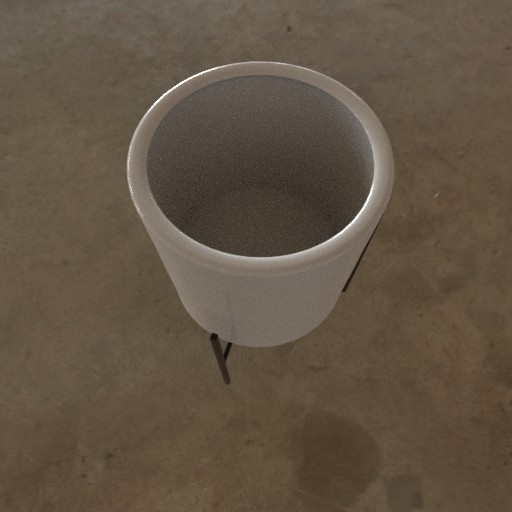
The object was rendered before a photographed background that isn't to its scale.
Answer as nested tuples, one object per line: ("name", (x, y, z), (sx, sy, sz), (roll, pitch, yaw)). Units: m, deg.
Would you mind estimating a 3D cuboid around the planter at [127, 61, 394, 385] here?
("planter", (0.000, 0.000, 0.650), (0.307, 0.431, 0.308), (17, 65, 8))
